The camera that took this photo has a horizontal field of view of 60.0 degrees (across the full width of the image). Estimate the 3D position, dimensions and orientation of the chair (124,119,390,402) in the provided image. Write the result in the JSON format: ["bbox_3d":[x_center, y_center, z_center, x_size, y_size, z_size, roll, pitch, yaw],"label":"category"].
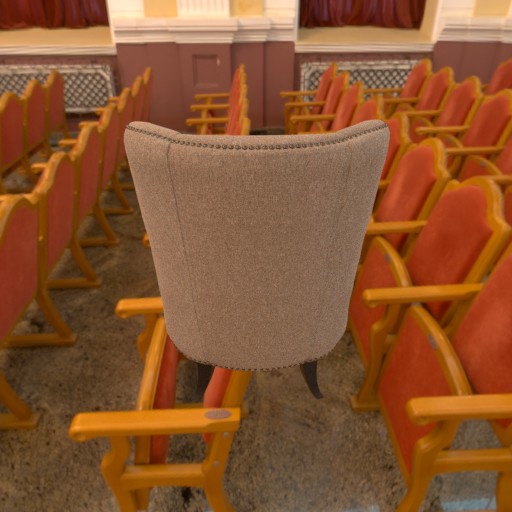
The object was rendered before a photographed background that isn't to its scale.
[{"bbox_3d":[0.000,0.000,1.618,0.759,1.060,0.758,-1,31,-2],"label":"chair"}]
